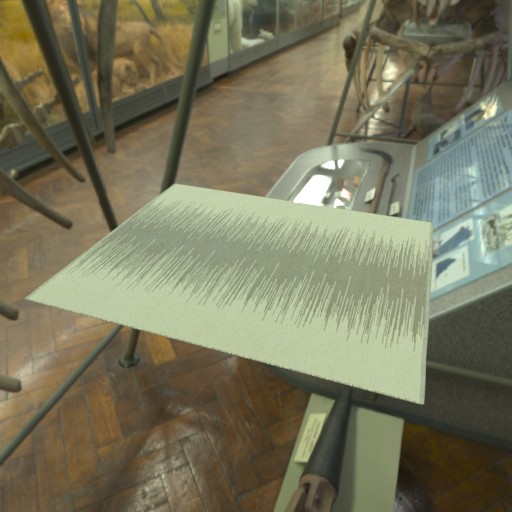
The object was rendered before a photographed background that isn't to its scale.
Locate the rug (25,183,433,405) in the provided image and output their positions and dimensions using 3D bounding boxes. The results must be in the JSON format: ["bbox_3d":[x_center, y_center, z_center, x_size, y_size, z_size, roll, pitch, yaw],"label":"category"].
[{"bbox_3d":[0.000,0.000,4.054,3.037,0.010,2.453,11,34,17],"label":"rug"}]
